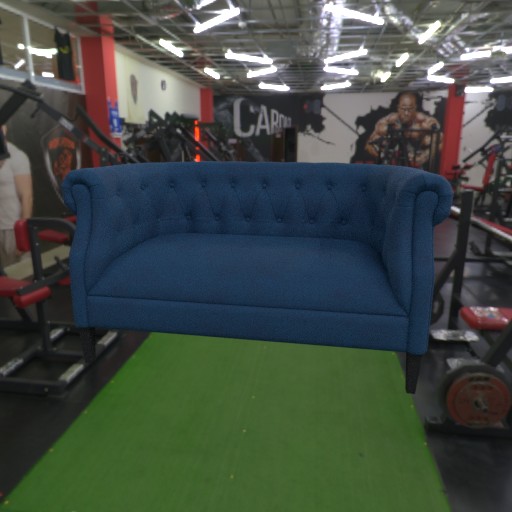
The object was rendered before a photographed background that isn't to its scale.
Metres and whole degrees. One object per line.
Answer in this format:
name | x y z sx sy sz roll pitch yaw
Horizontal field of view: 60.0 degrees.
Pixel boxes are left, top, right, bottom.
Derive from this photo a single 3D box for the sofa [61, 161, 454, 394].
sofa | 0.000 0.000 2.065 1.558 0.827 0.835 3 15 10
